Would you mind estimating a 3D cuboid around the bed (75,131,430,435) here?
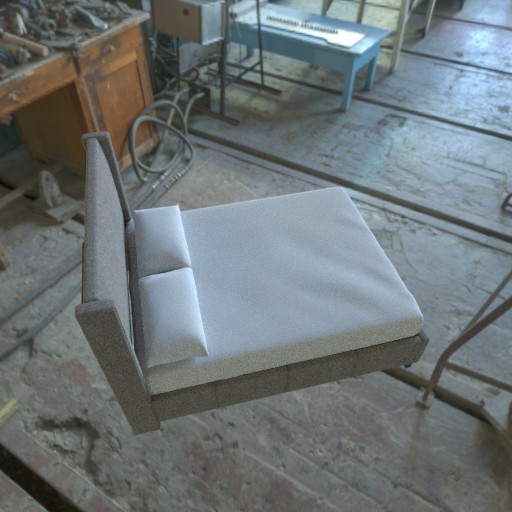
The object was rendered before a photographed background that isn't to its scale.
[{"bbox_3d":[0.000,0.000,3.431,2.245,1.481,1.714,-10,47,-10],"label":"bed"}]
